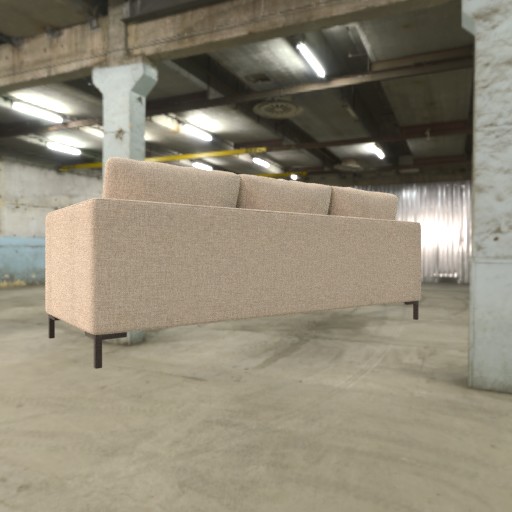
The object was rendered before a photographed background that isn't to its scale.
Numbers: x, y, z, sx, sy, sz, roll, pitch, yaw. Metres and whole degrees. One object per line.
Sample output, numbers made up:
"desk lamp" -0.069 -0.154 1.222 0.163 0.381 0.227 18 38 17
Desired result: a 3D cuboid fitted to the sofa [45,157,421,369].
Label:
"sofa" 0.000 0.000 2.709 2.218 0.874 0.859 0 0 -37
